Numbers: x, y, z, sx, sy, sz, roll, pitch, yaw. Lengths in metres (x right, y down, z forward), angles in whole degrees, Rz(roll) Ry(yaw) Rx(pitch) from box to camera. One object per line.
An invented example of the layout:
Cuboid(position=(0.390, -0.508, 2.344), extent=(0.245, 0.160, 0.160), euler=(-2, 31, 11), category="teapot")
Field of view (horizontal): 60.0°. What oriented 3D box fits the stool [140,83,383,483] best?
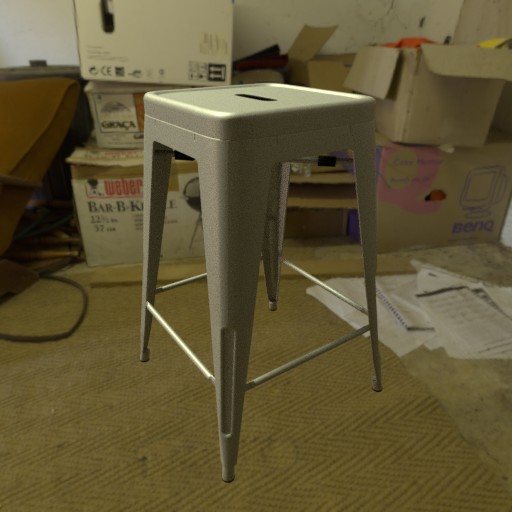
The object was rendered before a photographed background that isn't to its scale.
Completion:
Cuboid(position=(0.000, 0.000, 0.884), extent=(0.406, 0.610, 0.406), euler=(-17, 31, -31), category="stool")
